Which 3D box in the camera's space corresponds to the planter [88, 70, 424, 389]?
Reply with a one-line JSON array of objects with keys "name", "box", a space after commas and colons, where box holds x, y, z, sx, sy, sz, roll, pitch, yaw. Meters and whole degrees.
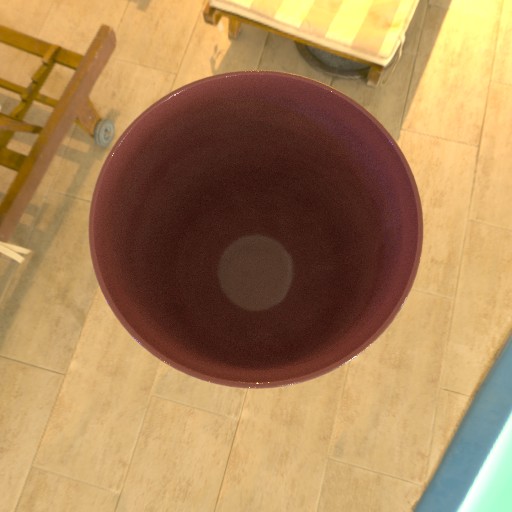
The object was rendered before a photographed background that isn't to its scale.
[{"name": "planter", "box": [0.000, 0.000, 0.482, 0.266, 0.270, 0.266, 0, 76, 0]}]
